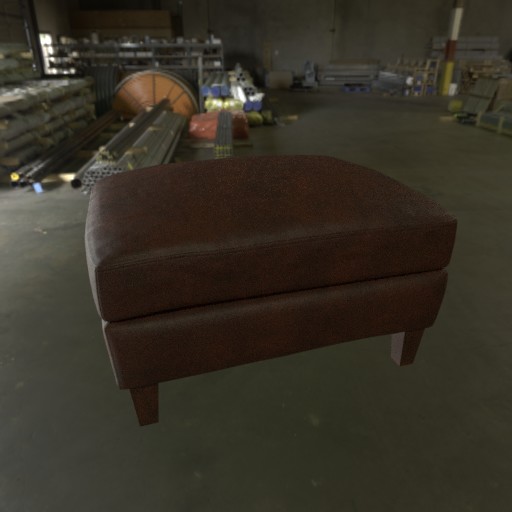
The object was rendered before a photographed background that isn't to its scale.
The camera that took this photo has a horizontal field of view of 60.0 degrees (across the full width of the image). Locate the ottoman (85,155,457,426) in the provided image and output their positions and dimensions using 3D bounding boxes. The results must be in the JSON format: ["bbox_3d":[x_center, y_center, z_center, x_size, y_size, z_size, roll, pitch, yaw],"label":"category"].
[{"bbox_3d":[0.000,0.000,1.292,0.887,0.527,0.659,-8,27,-16],"label":"ottoman"}]
